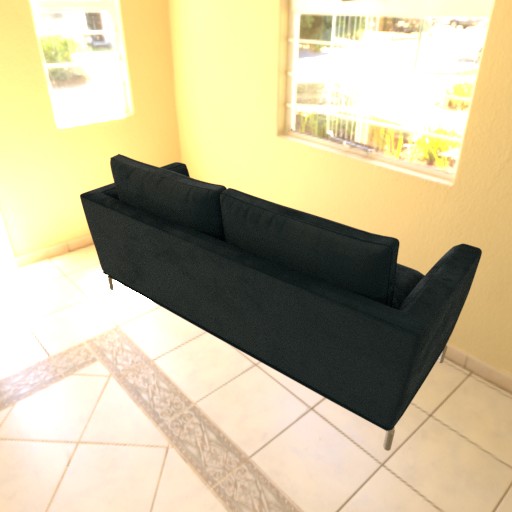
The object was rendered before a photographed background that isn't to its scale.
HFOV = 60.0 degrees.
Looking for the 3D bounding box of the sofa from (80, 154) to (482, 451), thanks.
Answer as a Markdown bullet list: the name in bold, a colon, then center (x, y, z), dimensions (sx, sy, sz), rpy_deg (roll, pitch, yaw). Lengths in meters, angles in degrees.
- **sofa**: center (0.000, 0.000, 2.623), dimensions (2.212, 0.998, 0.853), rpy_deg (22, 36, 33)
